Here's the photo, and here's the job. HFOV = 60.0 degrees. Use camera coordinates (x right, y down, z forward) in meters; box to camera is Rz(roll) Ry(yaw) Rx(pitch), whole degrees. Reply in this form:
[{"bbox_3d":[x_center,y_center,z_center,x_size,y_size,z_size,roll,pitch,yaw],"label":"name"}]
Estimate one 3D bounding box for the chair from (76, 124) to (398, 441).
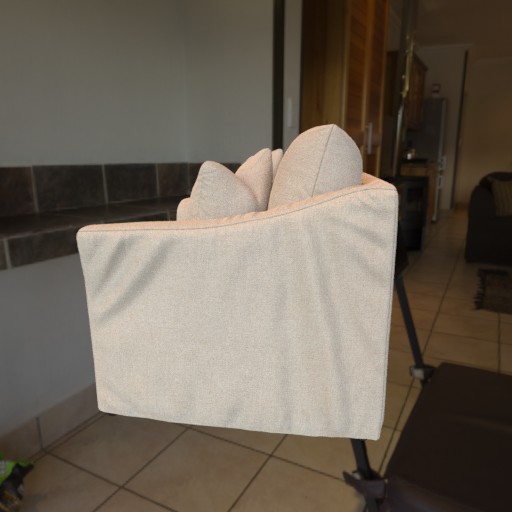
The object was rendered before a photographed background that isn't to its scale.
[{"bbox_3d":[0.000,0.000,2.022,1.071,1.093,1.194,2,13,9],"label":"chair"}]
